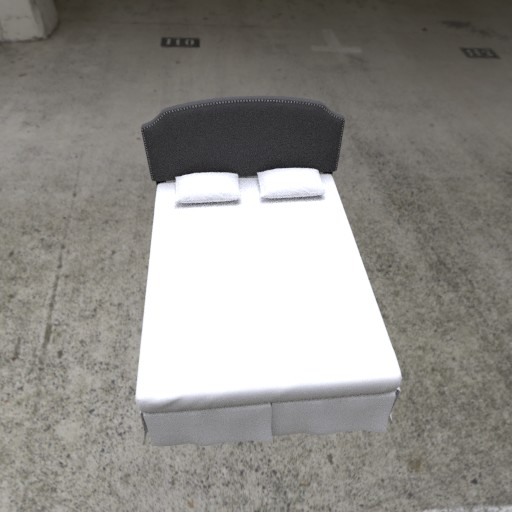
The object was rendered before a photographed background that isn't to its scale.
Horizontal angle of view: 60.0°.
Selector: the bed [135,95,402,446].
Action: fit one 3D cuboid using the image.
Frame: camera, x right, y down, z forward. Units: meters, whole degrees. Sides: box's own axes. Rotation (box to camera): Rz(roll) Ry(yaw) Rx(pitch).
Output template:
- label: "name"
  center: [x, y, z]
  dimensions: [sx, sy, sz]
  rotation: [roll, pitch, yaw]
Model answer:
- label: "bed"
  center: [0.000, 0.000, 2.959]
  dimensions: [1.558, 1.270, 1.999]
  rotation: [-4, 46, -4]
